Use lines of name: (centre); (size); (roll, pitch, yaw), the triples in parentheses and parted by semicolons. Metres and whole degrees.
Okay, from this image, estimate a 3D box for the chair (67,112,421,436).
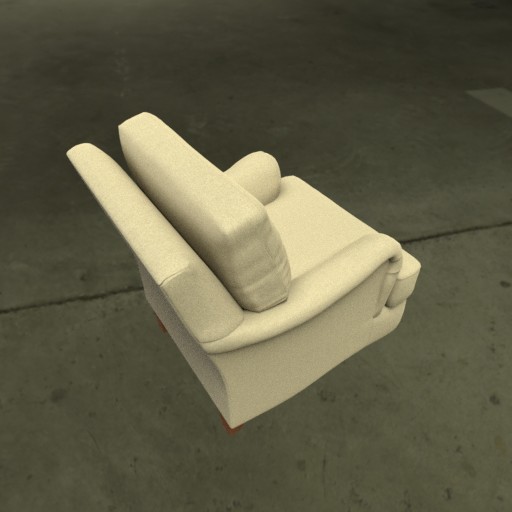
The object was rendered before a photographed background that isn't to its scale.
chair: (0.000, 0.000, 1.812); (1.078, 1.076, 0.895); (-23, 45, -25)
